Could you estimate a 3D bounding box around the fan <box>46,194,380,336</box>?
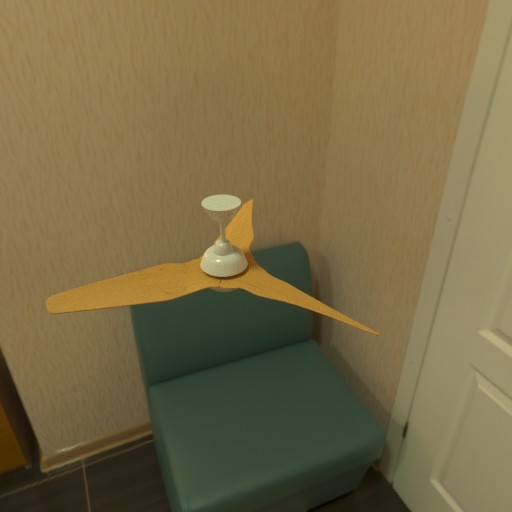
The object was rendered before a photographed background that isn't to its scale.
[{"bbox_3d":[0.000,0.000,1.634,1.010,0.355,1.142,21,37,31],"label":"fan"}]
